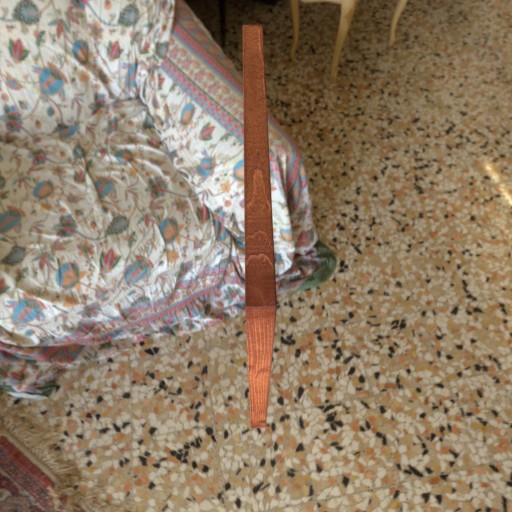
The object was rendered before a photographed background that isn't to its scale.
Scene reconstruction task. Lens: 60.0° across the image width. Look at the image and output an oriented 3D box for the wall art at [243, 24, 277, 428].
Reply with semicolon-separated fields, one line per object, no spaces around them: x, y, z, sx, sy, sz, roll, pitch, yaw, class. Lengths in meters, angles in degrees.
0.000;0.000;0.771;0.030;0.558;0.462;-1;58;-1;wall art
